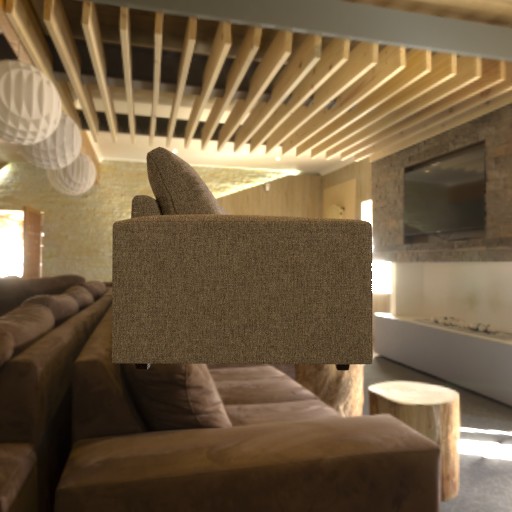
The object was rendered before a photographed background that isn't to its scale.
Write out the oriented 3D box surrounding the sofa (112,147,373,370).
[{"bbox_3d":[0.000,0.000,2.795,1.040,0.922,2.299,0,-1,1],"label":"sofa"}]
